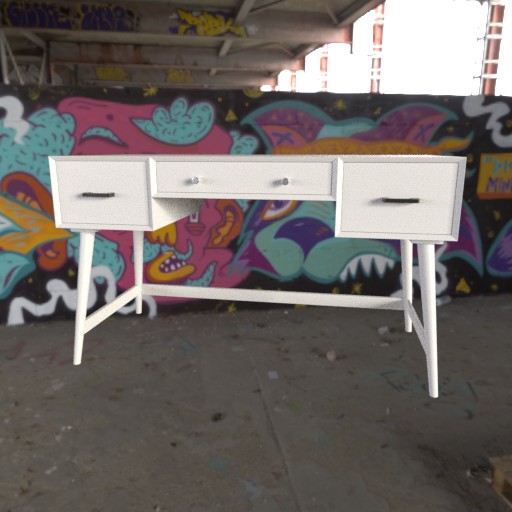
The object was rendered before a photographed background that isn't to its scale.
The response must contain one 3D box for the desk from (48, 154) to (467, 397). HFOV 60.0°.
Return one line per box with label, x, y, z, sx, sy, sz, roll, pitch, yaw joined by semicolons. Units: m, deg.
desk;0.000;0.000;1.723;1.313;0.762;0.589;2;14;10
